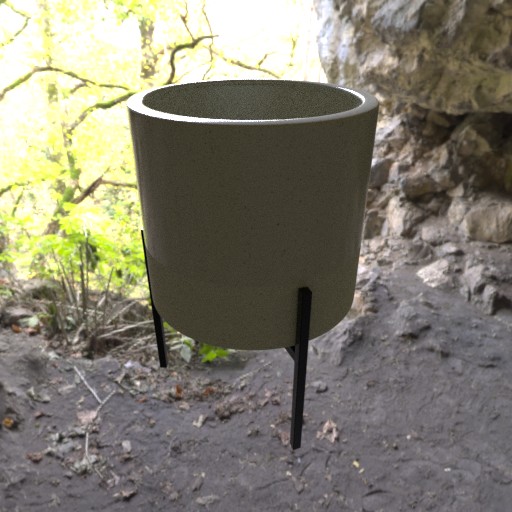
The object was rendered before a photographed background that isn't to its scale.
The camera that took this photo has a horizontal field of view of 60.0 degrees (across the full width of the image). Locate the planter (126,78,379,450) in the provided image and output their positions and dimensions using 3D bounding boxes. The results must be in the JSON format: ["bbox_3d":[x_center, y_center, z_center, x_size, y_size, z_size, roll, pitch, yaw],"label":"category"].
[{"bbox_3d":[0.000,0.000,0.332,0.152,0.230,0.159,20,35,32],"label":"planter"}]
